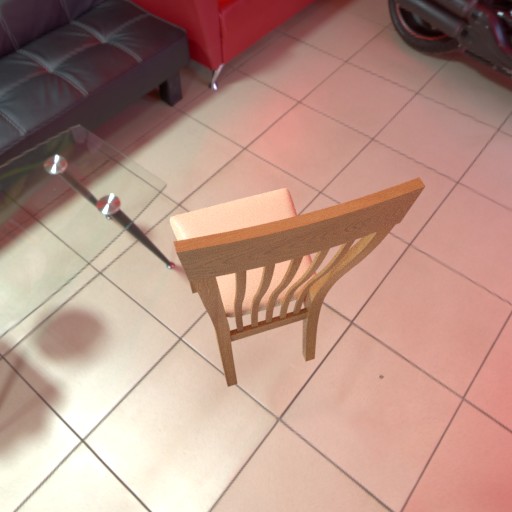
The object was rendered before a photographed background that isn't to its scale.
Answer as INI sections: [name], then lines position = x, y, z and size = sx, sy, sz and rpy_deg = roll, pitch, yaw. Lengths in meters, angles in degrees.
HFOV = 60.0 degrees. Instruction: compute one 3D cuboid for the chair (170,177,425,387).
[chair]
position = 0.000, 0.000, 1.328
size = 0.450, 1.050, 0.580
rpy_deg = -15, 58, -10
